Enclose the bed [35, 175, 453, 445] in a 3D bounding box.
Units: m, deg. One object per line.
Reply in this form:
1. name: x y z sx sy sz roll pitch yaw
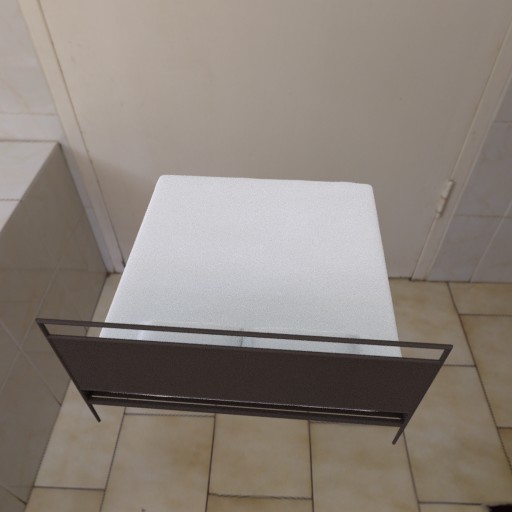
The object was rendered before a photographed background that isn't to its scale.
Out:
1. bed: 0.000 0.000 3.259 1.993 1.173 2.151 3 46 3
